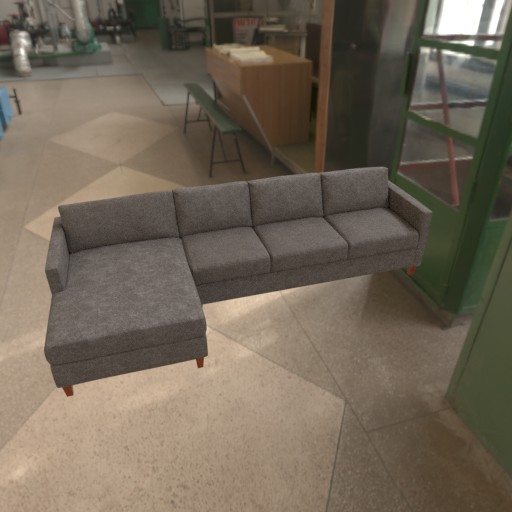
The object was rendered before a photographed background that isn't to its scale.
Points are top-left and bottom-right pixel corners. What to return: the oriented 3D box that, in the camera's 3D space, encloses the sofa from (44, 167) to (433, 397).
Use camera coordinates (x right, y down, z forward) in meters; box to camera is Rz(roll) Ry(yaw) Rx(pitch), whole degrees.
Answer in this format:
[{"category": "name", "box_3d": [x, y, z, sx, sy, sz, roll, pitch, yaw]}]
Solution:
[{"category": "sofa", "box_3d": [0.000, 0.000, 4.043, 3.471, 0.954, 1.606, -9, 33, -14]}]
